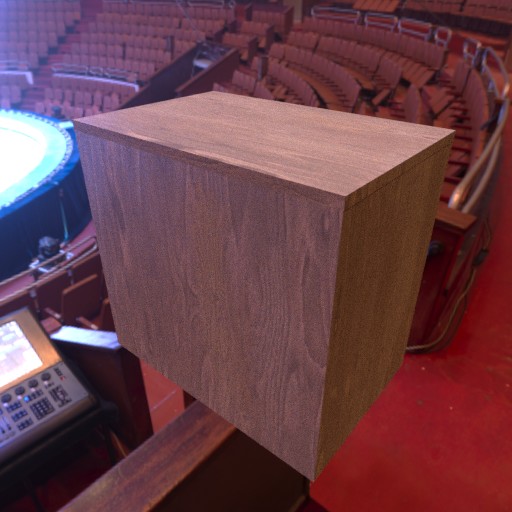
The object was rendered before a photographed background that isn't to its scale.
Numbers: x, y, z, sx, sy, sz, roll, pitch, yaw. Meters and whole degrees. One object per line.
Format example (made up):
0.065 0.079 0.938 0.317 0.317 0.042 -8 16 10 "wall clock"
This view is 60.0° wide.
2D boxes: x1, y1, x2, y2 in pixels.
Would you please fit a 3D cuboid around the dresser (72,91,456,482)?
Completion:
0.000 0.000 1.304 0.809 0.762 0.529 23 37 33 "dresser"
